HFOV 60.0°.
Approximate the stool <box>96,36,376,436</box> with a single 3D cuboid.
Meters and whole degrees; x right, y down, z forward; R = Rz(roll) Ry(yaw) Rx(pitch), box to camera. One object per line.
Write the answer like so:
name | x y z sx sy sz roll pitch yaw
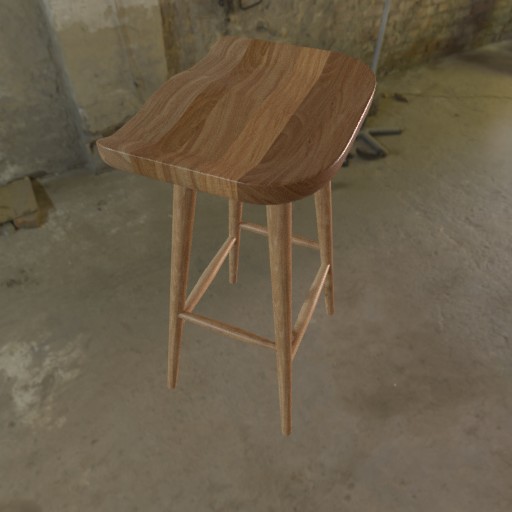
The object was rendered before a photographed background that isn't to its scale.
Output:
stool | 0.000 0.000 0.917 0.322 0.698 0.407 17 49 15
